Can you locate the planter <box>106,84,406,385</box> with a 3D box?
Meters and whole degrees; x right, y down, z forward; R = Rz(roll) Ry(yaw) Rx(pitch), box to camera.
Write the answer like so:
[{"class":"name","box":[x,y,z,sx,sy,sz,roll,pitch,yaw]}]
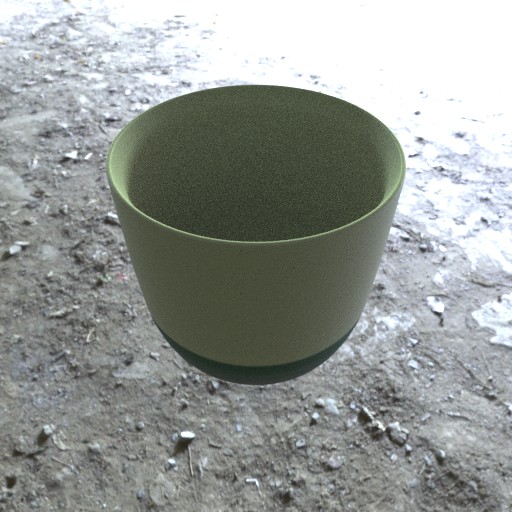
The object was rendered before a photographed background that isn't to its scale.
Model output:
[{"class":"planter","box":[0.000,0.000,0.382,0.204,0.214,0.204,0,44,0]}]
